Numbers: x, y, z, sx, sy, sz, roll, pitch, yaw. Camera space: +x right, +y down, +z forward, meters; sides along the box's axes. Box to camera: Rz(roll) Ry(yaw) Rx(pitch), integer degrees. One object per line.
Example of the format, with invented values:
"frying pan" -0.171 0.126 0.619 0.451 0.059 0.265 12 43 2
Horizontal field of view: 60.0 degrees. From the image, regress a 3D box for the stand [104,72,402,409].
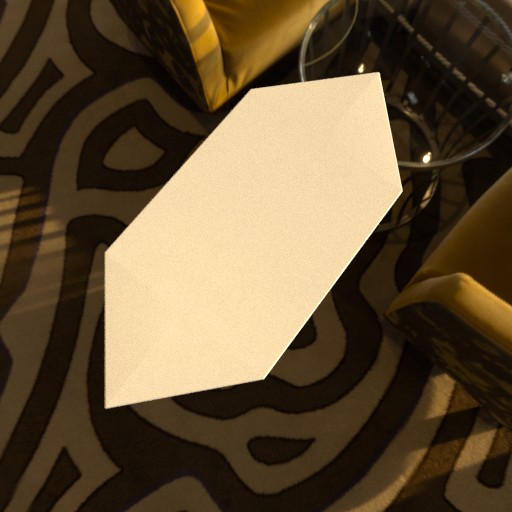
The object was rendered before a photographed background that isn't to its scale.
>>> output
"stand" 0.000 0.000 1.363 0.477 0.614 1.072 37 78 9
